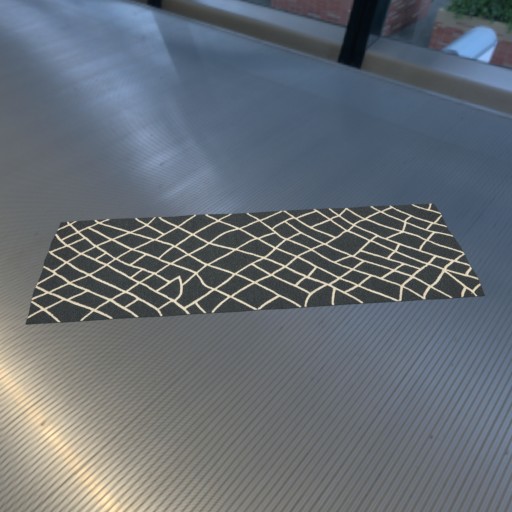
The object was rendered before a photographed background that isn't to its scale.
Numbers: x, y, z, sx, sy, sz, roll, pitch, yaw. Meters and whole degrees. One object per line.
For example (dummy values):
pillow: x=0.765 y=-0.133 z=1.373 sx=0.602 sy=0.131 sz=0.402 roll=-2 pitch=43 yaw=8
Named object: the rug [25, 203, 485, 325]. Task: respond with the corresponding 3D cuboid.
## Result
rug: x=0.000 y=0.000 z=2.622 sx=2.476 sy=0.010 sz=0.807 roll=-3 pitch=46 yaw=-3
